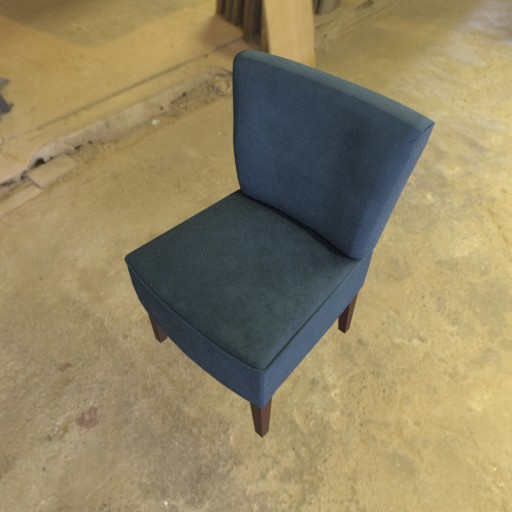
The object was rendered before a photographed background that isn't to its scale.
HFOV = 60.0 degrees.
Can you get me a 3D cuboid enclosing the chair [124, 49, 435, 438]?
[{"bbox_3d":[0.000,0.000,1.176,0.521,0.806,0.551,34,56,27],"label":"chair"}]
